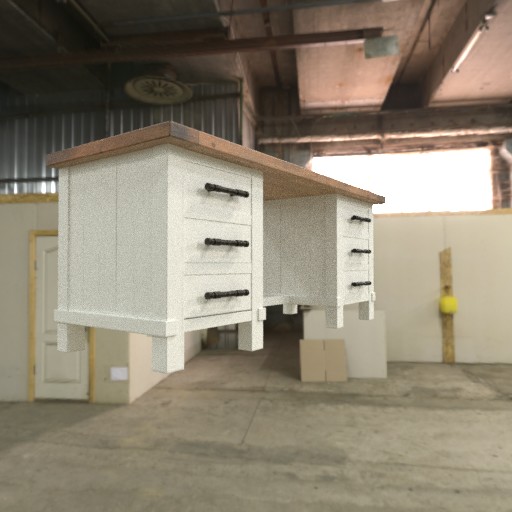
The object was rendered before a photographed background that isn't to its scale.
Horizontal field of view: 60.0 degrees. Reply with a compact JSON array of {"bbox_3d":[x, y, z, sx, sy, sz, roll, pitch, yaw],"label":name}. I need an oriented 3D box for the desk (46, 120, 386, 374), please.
[{"bbox_3d":[0.000,0.000,2.228,0.688,0.760,1.803,-1,-1,36],"label":"desk"}]
